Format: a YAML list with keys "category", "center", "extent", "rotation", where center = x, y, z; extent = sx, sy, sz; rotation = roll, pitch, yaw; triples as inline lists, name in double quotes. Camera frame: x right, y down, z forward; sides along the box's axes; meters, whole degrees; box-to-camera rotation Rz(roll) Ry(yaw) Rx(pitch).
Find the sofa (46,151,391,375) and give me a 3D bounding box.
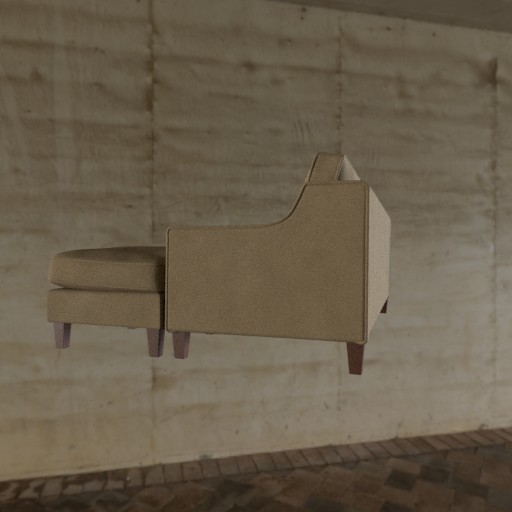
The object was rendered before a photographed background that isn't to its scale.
- category: "sofa"
  center: [0.000, 0.000, 3.346]
  extent: [1.858, 1.066, 2.317]
  rotation: [0, 1, 19]
